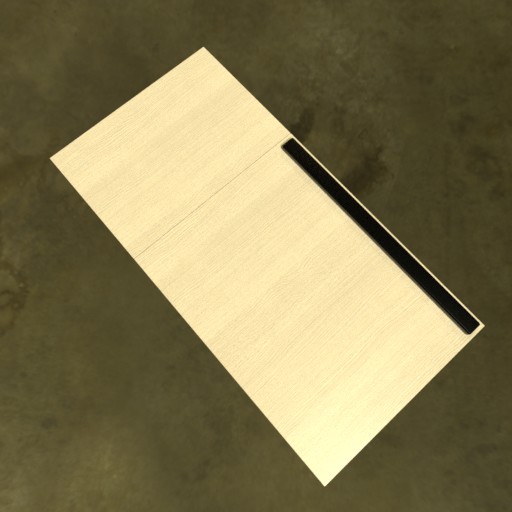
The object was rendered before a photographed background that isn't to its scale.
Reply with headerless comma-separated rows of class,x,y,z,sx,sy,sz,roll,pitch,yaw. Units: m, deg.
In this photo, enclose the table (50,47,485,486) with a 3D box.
table,0.000,0.000,0.785,0.322,0.242,0.644,-40,79,-10
